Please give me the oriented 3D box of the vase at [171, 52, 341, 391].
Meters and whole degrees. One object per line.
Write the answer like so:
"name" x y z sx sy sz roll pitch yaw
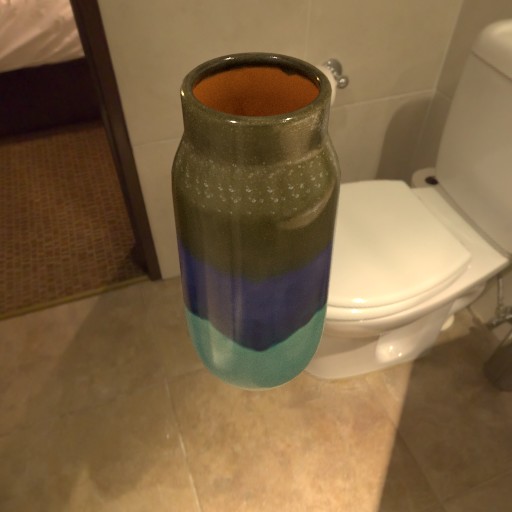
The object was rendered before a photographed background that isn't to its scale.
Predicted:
"vase" 0.000 0.000 0.385 0.139 0.313 0.139 0 47 0
